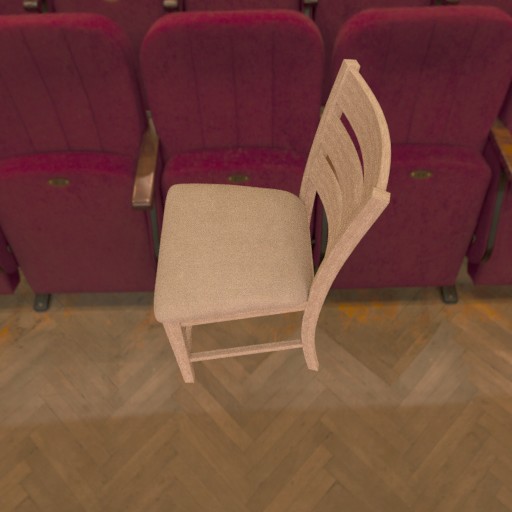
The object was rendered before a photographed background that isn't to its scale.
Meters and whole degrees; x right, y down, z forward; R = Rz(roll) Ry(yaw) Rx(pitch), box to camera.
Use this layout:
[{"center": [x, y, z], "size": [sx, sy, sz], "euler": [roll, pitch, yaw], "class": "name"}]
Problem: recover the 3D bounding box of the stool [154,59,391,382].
[{"center": [0.000, 0.000, 1.368], "size": [0.569, 1.032, 0.484], "euler": [-1, 57, 0], "class": "stool"}]
